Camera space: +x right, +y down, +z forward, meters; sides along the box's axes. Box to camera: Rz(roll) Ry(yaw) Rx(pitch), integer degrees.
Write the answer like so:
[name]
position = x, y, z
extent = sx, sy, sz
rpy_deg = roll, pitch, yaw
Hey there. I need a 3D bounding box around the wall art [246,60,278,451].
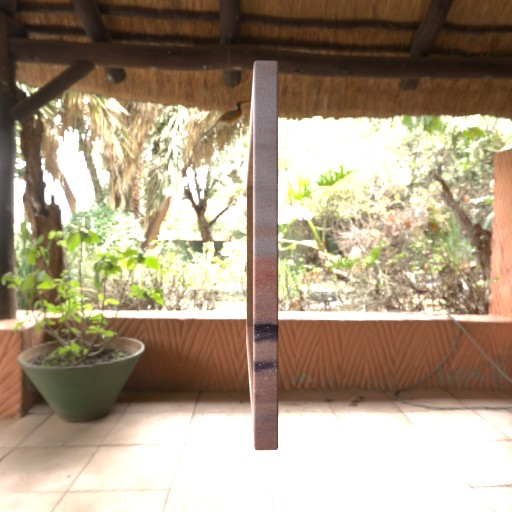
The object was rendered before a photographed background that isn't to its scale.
[wall art]
position = 0.000, 0.000, 1.145
extent = 0.038, 0.609, 0.913
rpy_deg = 0, 0, -2
